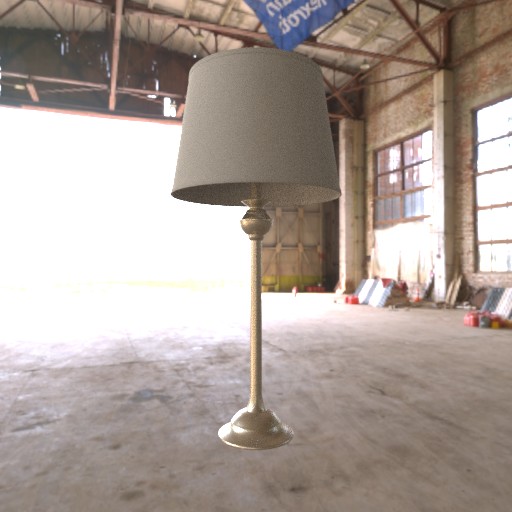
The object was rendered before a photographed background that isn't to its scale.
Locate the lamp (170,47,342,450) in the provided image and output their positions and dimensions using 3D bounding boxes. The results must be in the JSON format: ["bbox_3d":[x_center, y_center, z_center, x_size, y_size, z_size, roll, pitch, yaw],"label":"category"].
[{"bbox_3d":[0.000,0.000,0.871,0.331,0.698,0.331,0,-1,0],"label":"lamp"}]
